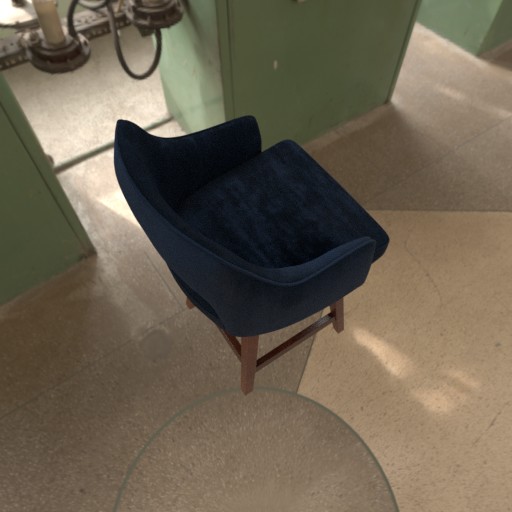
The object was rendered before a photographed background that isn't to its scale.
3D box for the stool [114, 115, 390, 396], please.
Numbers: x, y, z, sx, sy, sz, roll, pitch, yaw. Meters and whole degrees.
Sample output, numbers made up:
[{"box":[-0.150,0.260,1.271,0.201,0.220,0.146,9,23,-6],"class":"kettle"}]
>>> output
[{"box":[0.000,0.000,1.287,0.560,0.940,0.550,-29,62,-17],"class":"stool"}]
